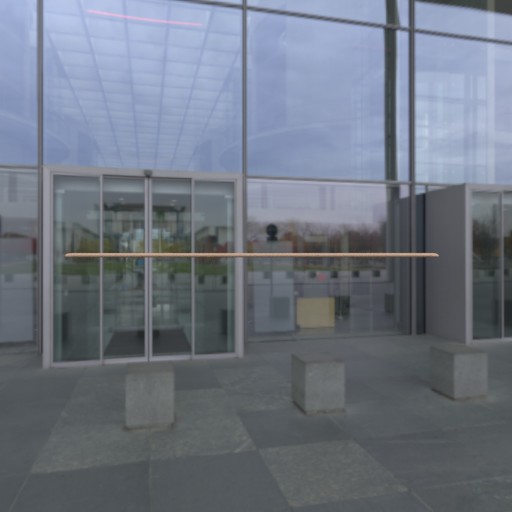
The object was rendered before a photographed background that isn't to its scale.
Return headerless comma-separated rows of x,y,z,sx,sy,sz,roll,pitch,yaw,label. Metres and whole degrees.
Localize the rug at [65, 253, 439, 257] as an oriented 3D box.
0.000,0.000,2.080,1.061,0.012,1.668,0,0,1,rug
